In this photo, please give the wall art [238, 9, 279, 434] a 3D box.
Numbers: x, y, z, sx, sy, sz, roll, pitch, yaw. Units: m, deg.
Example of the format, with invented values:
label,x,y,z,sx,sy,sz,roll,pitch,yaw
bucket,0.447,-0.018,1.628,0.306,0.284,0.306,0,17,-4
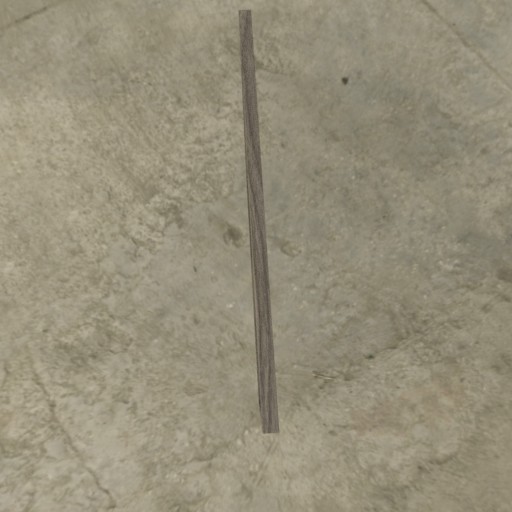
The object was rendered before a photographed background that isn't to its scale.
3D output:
label,x,y,z,sx,sy,sz,roll,pitch,yaw
wall art,0.000,0.000,0.739,0.016,0.507,0.508,-3,74,-1
